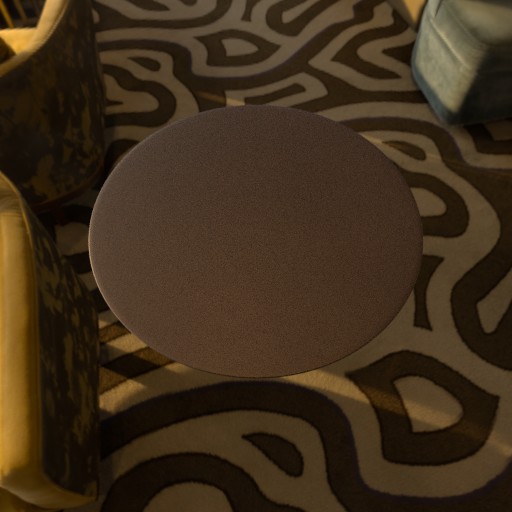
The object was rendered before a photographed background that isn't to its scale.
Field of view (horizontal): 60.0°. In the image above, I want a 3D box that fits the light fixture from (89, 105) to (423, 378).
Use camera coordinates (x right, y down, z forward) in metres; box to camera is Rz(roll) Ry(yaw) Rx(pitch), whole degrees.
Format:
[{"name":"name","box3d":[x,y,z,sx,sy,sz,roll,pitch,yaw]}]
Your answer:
[{"name":"light fixture","box3d":[0.000,0.000,0.434,0.280,0.135,0.280,0,58,0]}]
